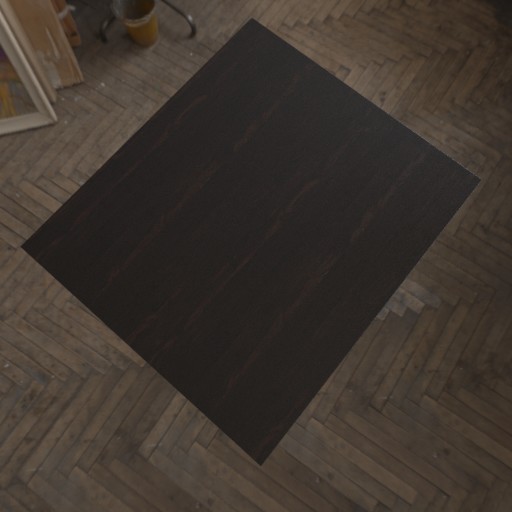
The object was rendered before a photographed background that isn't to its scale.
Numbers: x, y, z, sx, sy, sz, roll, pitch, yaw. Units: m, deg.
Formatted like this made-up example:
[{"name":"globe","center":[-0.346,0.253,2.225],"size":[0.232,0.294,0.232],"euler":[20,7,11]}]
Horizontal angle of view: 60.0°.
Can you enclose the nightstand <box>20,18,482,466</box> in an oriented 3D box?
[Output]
[{"name":"nightstand","center":[0.000,0.000,0.850],"size":[0.427,0.487,0.489],"euler":[39,79,9]}]
